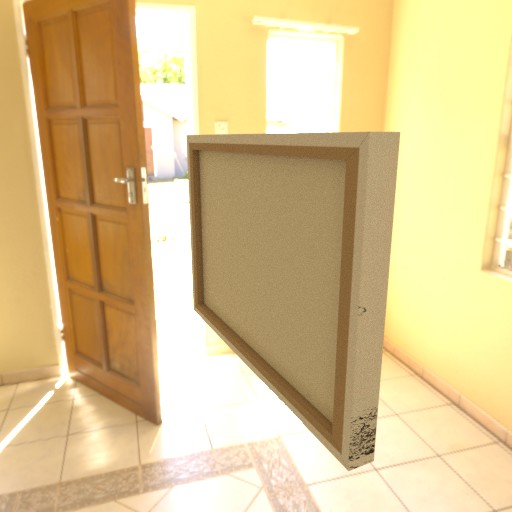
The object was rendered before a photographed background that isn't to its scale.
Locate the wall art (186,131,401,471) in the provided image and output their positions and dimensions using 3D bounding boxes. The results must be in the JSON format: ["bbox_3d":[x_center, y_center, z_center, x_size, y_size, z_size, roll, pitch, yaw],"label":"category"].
[{"bbox_3d":[0.000,0.000,0.779,0.042,0.414,0.608,-7,17,-25],"label":"wall art"}]
